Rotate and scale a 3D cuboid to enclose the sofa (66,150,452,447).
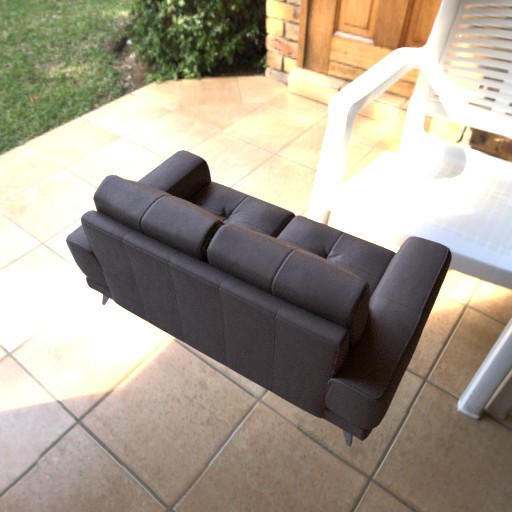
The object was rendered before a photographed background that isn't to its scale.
[{"bbox_3d":[0.000,0.000,2.360,1.806,0.907,1.018,24,51,21],"label":"sofa"}]
